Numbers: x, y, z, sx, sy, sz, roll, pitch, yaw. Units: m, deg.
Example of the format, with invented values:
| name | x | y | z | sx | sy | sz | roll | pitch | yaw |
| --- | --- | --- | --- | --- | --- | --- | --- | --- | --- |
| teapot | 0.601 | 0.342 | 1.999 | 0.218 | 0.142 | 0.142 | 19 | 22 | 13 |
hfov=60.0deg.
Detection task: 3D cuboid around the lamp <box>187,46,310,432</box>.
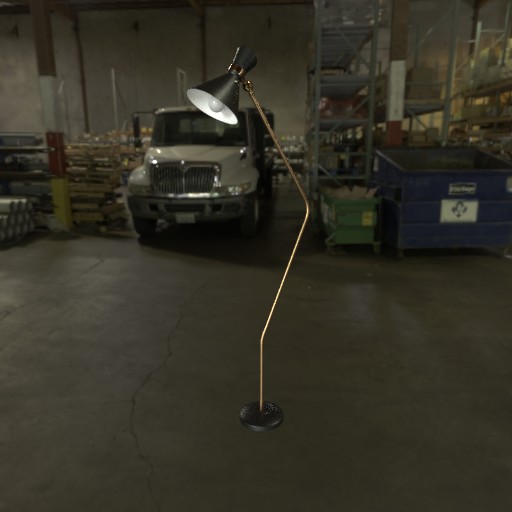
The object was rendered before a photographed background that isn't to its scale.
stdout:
| name | x | y | z | sx | sy | sz | roll | pitch | yaw |
| --- | --- | --- | --- | --- | --- | --- | --- | --- | --- |
| lamp | 0.000 | 0.000 | 1.649 | 0.467 | 1.438 | 0.277 | -2 | 14 | -8 |
